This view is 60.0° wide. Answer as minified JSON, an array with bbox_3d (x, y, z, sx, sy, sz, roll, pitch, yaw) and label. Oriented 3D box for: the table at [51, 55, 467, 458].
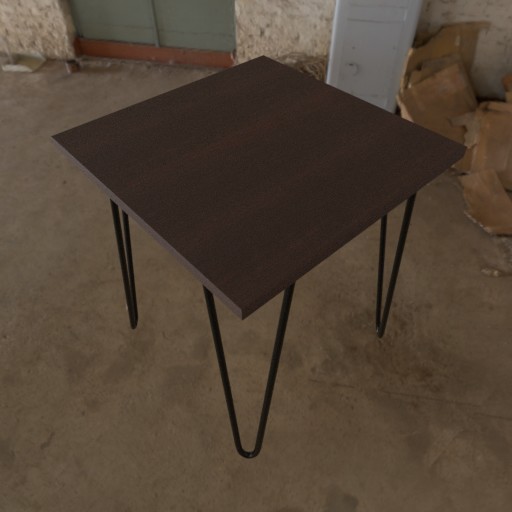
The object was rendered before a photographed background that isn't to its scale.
[{"bbox_3d":[0.000,0.000,0.946,0.495,0.559,0.495,-34,55,-28],"label":"table"}]
